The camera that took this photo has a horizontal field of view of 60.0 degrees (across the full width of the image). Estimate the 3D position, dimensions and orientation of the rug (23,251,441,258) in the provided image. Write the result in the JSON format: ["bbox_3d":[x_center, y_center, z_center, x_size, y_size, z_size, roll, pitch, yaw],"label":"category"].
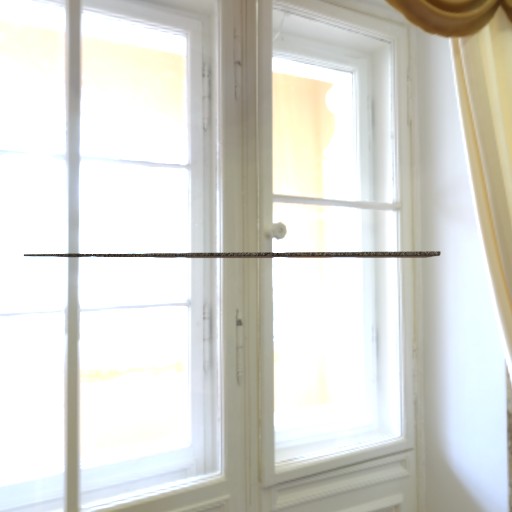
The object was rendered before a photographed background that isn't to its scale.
[{"bbox_3d":[0.000,0.000,4.067,3.000,0.025,2.401,0,-1,19],"label":"rug"}]
